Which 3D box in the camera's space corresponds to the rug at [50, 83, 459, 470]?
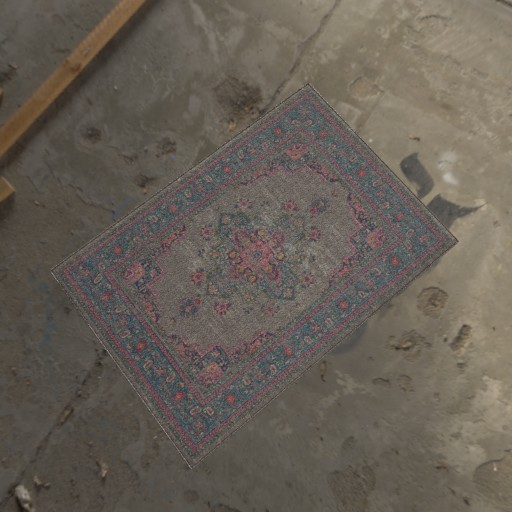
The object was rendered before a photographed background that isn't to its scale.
[{"bbox_3d":[0.000,0.000,3.787,2.890,0.013,2.005,-38,79,-9],"label":"rug"}]
